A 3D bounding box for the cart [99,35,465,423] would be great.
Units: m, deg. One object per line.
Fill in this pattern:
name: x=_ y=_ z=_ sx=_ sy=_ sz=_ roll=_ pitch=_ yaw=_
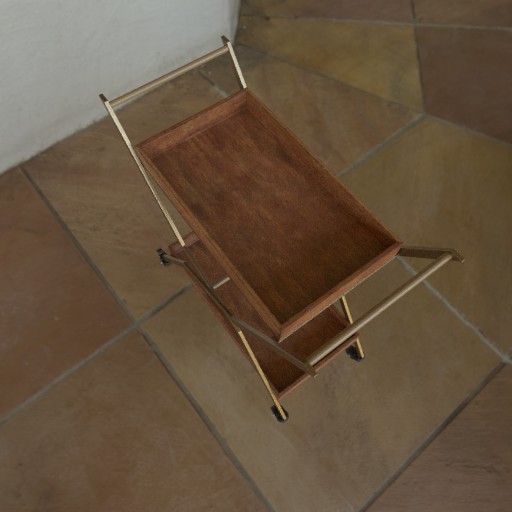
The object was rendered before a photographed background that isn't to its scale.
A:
cart: x=0.000 y=0.000 z=1.332 sx=0.405 sy=0.869 sz=0.836 roll=-33 pitch=68 yaw=-15
